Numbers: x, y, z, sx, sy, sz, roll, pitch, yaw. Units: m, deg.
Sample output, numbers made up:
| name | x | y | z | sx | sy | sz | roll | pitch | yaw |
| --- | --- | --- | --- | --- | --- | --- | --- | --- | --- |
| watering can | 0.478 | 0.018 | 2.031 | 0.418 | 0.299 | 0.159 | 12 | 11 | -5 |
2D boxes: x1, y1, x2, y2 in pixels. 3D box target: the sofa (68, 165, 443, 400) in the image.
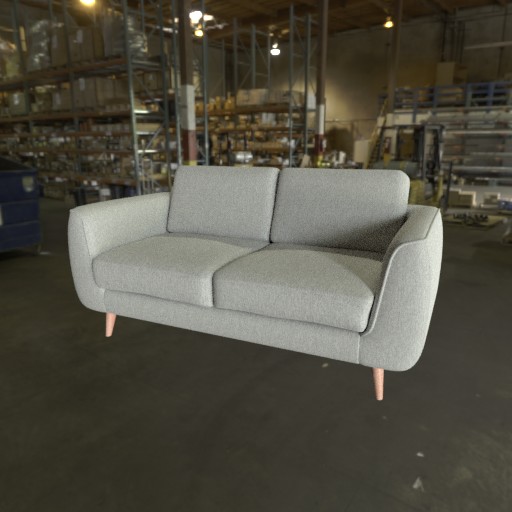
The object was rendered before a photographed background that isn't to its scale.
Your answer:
| name | x | y | z | sx | sy | sz | roll | pitch | yaw |
| --- | --- | --- | --- | --- | --- | --- | --- | --- | --- |
| sofa | 0.000 | 0.000 | 2.230 | 1.700 | 0.850 | 0.920 | 7 | 16 | 24 |
